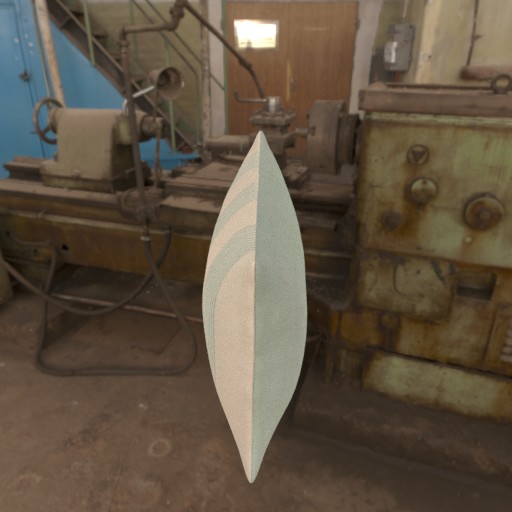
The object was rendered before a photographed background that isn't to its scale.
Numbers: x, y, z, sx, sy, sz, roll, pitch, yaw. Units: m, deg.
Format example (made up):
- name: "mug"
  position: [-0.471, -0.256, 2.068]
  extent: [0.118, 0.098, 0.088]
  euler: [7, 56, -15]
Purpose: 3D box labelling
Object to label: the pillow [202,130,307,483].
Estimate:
- name: "pillow"
  position: [0.000, 0.000, 0.715]
  extent: [0.151, 0.287, 0.610]
  euler: [0, 26, 1]
